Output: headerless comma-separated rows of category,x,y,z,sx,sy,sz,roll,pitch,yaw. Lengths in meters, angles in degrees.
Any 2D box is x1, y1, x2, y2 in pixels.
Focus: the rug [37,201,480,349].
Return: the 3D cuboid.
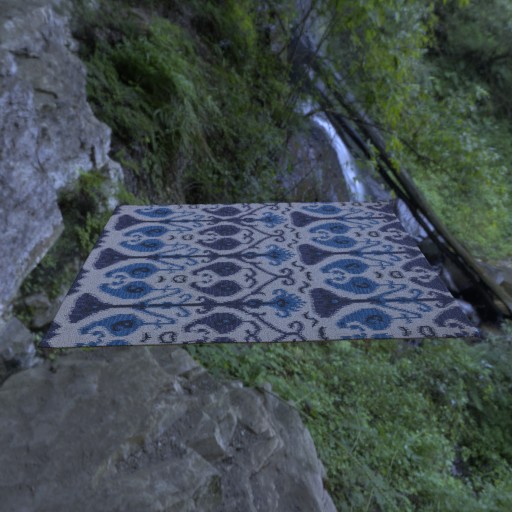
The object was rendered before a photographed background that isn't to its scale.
rug,0.000,0.000,4.251,3.228,0.024,2.443,-1,31,-2
